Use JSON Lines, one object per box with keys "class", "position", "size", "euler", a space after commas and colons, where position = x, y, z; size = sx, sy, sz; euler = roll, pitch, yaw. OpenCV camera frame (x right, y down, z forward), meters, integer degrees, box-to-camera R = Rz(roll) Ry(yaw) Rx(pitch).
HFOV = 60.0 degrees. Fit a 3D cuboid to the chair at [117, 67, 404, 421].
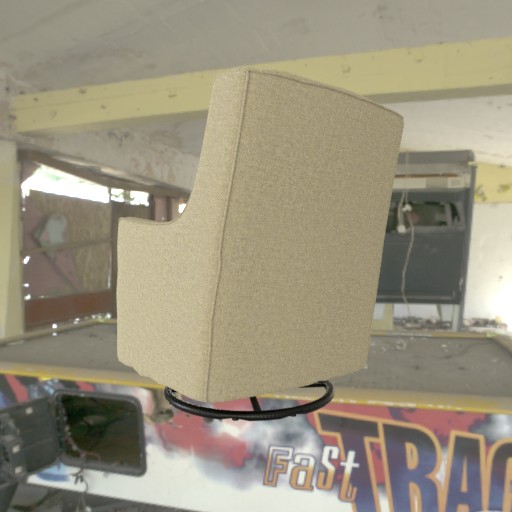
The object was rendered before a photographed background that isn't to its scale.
{"class": "chair", "position": [0.000, 0.000, 1.594], "size": [0.732, 0.993, 0.879], "euler": [0, 0, -37]}
